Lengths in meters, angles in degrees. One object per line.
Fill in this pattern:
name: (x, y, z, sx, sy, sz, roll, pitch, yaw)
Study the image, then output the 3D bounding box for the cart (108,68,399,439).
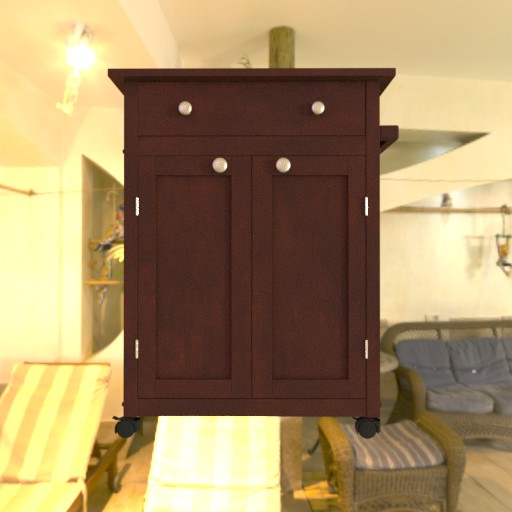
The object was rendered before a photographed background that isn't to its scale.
cart: (0.000, 0.000, 1.240, 0.683, 0.864, 0.442, 0, 0, 0)
